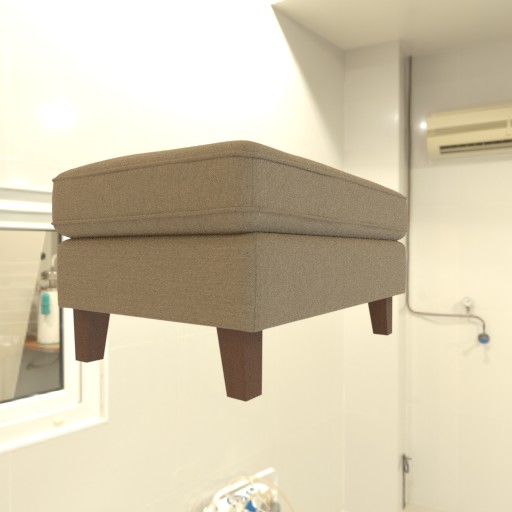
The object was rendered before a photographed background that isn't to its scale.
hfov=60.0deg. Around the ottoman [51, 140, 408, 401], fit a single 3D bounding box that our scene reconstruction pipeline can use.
[{"bbox_3d":[0.000,0.000,1.293,0.636,0.521,0.945,0,1,35],"label":"ottoman"}]
